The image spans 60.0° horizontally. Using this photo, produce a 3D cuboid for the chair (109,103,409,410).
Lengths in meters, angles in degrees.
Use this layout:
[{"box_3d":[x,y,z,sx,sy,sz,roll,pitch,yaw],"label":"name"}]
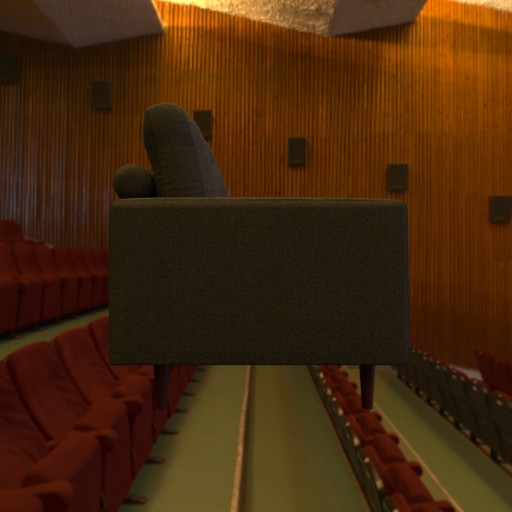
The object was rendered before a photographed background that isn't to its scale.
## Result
[{"box_3d":[0.000,0.000,1.546,0.843,0.880,0.821,0,-1,0],"label":"chair"}]
